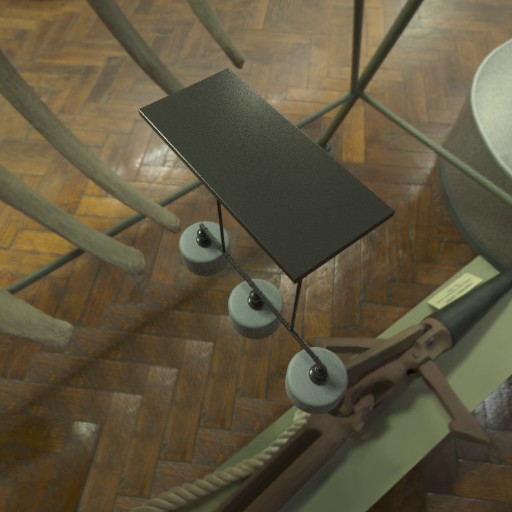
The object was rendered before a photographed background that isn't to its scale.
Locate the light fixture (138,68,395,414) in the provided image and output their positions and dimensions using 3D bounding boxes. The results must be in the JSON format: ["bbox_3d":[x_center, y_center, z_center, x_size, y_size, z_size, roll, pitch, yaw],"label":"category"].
[{"bbox_3d":[0.000,0.000,0.891,0.177,0.557,0.582,-33,63,-19],"label":"light fixture"}]
